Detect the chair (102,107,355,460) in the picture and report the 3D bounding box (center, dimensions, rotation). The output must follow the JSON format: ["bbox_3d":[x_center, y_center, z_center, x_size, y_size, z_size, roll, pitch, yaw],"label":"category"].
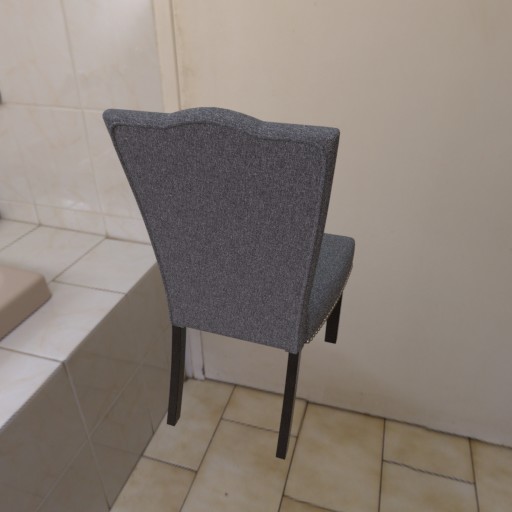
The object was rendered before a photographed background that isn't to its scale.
[{"bbox_3d":[0.000,0.000,1.295,0.518,0.946,0.589,10,32,16],"label":"chair"}]
